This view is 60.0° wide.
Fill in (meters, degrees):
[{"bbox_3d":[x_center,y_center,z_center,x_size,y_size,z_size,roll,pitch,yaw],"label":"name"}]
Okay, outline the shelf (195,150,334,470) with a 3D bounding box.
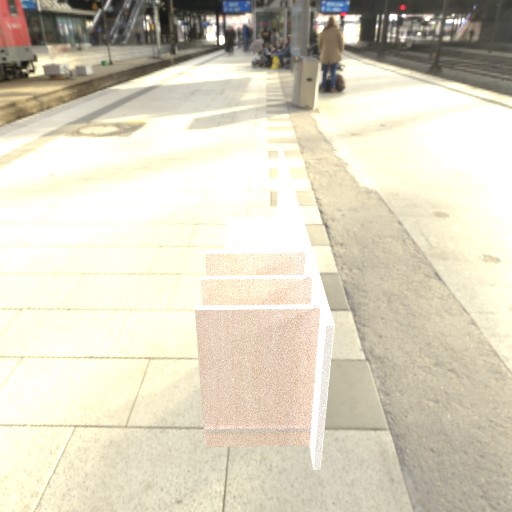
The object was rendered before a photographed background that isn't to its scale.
[{"bbox_3d":[0.000,0.000,1.138,0.200,0.300,1.020,0,27,-1],"label":"shelf"}]
